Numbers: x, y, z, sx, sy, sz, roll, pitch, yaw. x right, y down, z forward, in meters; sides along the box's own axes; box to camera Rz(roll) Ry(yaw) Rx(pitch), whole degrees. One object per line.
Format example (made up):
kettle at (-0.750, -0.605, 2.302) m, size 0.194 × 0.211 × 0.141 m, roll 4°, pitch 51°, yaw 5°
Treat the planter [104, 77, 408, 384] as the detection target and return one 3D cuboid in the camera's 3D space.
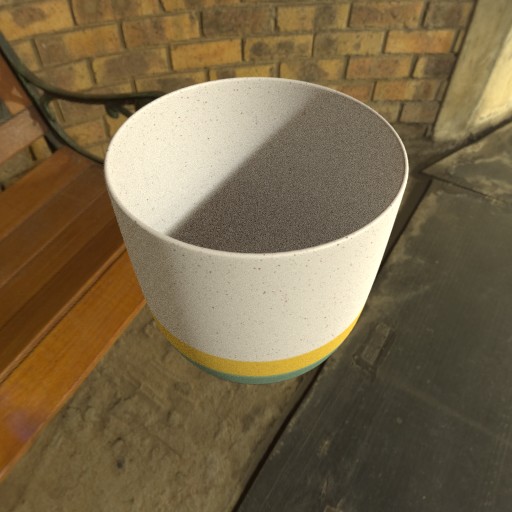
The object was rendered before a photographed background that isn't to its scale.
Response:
planter at (0.000, 0.000, 0.368) m, size 0.195 × 0.214 × 0.195 m, roll 0°, pitch 48°, yaw 0°
